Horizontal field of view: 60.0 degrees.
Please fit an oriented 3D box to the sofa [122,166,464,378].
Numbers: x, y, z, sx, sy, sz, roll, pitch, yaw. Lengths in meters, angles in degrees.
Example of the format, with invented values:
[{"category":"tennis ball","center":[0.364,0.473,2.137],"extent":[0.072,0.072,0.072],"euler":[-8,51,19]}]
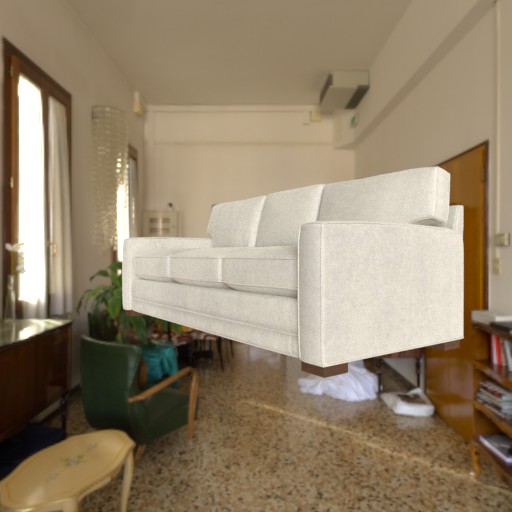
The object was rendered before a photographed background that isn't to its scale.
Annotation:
[{"category":"sofa","center":[0.000,0.000,2.664],"extent":[0.936,0.862,2.093],"euler":[0,0,-36]}]
